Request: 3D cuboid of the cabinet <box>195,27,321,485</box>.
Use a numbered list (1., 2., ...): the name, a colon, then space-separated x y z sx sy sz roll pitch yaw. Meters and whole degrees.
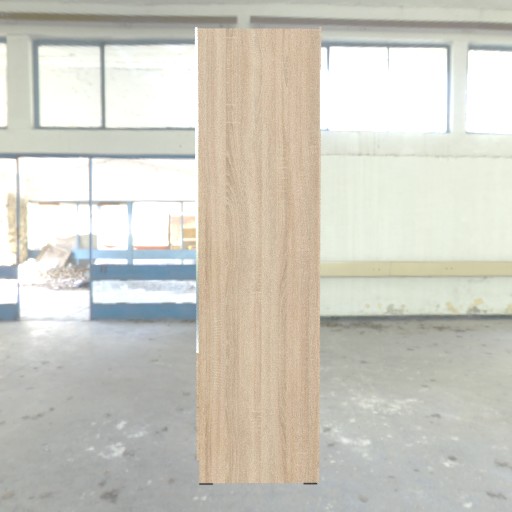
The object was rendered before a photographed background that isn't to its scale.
1. cabinet: 0.000 0.000 2.552 0.590 2.121 1.001 0 2 0
